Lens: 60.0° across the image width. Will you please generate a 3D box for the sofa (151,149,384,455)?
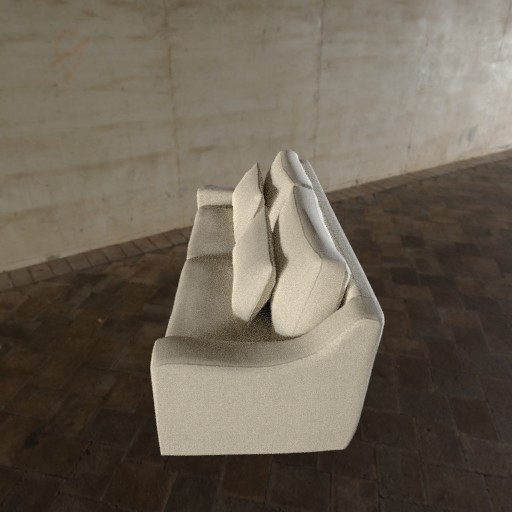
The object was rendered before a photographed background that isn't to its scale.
[{"bbox_3d":[0.000,0.000,3.035,1.009,1.022,2.470,-1,27,-1],"label":"sofa"}]
